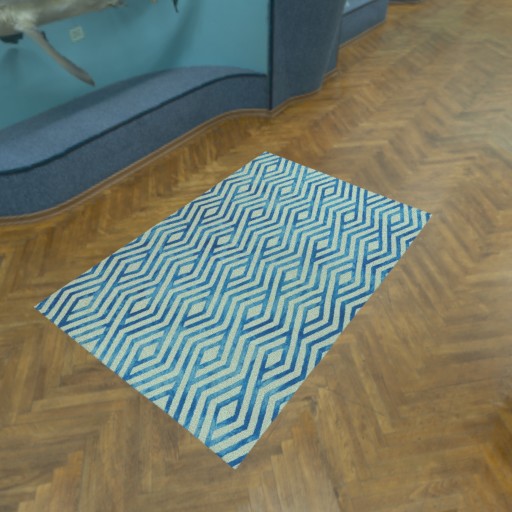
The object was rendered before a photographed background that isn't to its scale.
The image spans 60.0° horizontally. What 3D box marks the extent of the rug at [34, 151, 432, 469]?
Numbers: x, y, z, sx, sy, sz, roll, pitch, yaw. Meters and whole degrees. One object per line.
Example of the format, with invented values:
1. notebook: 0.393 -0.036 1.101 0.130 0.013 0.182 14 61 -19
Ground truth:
1. rug: 0.000 0.000 2.340 1.225 0.008 1.830 27 49 27
